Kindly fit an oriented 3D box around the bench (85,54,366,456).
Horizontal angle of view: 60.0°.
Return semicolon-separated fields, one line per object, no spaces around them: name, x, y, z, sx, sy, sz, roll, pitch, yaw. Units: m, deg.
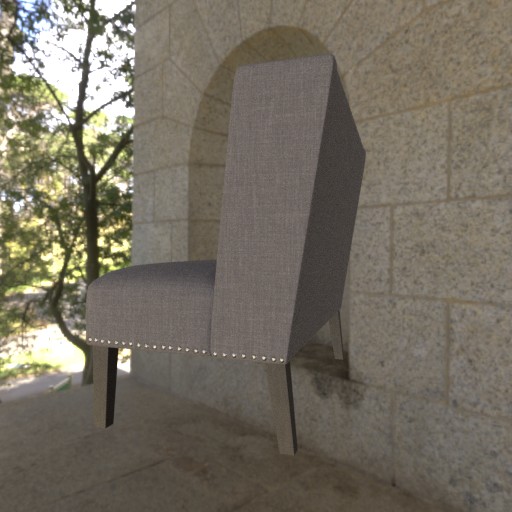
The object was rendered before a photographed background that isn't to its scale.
bench;0.000;0.000;1.925;0.842;1.121;1.276;0;1;18
